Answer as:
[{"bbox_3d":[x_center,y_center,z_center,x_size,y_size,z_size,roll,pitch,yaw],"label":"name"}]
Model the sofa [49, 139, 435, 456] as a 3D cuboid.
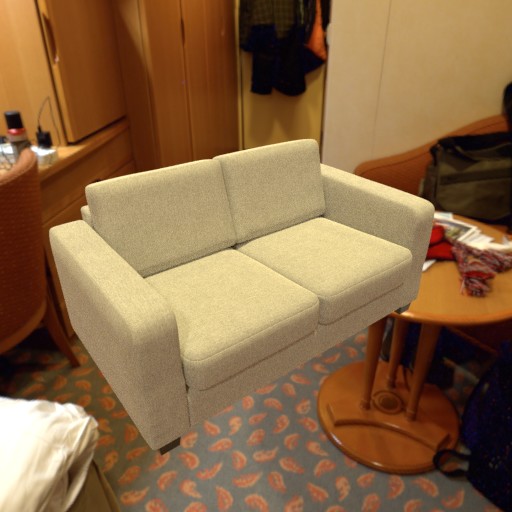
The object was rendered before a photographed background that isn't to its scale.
[{"bbox_3d":[0.000,0.000,2.034,1.540,0.800,0.900,-21,35,-32],"label":"sofa"}]
